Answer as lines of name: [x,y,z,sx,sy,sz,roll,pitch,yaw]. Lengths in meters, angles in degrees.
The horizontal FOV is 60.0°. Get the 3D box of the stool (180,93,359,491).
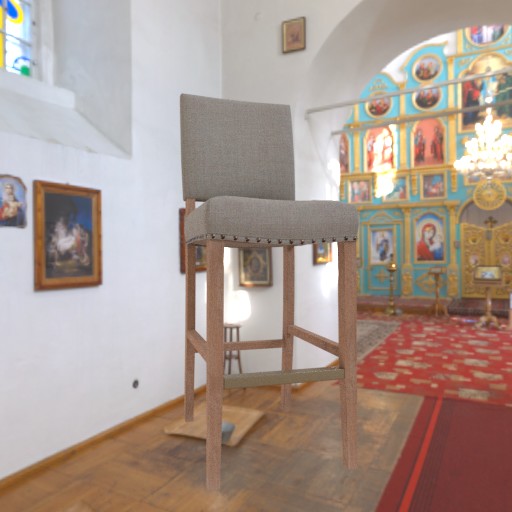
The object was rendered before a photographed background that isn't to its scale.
stool: [0.000,0.000,1.460,0.445,1.203,0.585,0,0,-17]
